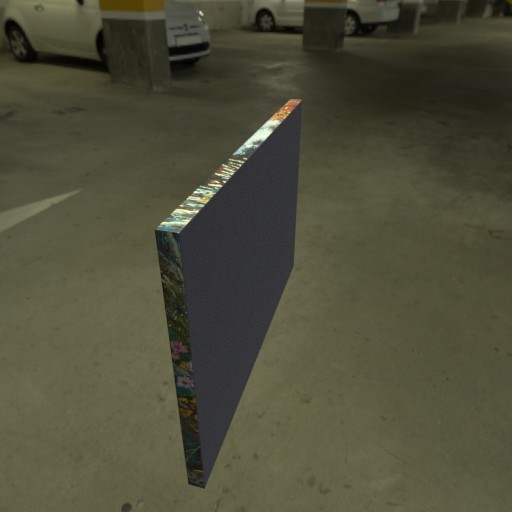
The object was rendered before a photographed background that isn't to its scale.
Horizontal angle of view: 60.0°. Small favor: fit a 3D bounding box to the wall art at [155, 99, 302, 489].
[{"bbox_3d":[0.000,0.000,1.148,0.037,0.604,0.908,8,32,14],"label":"wall art"}]
